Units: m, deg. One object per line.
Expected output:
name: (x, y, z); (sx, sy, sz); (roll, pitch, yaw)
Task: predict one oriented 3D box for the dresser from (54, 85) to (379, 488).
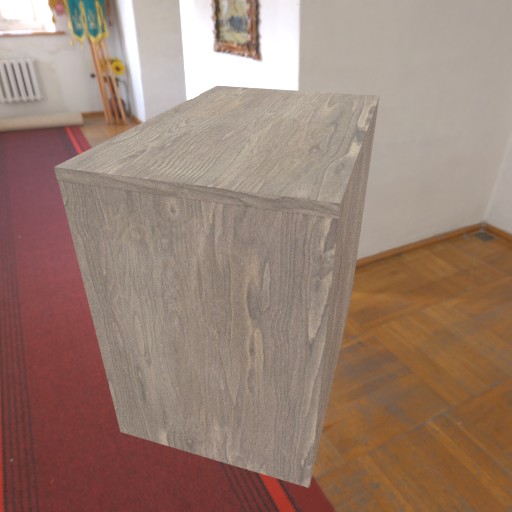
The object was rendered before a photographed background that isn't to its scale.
dresser: (0.000, 0.000, 1.281); (0.529, 0.762, 0.809); (9, 33, 15)
